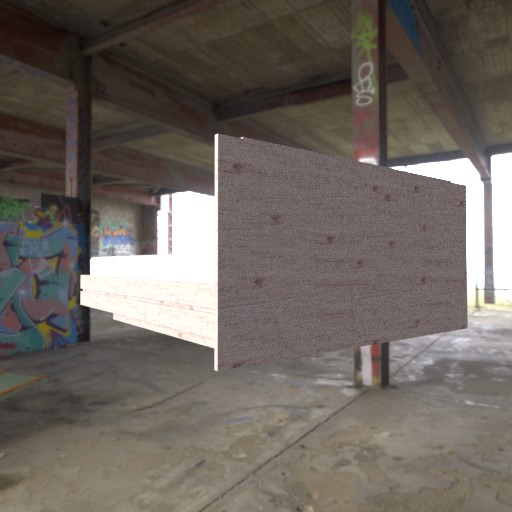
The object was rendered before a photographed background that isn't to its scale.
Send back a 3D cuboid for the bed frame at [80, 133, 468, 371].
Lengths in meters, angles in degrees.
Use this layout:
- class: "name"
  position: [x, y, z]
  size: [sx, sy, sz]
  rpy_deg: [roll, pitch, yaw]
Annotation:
- class: "bed frame"
  position: [0.000, 0.000, 3.193]
  size: [1.950, 0.970, 2.080]
  rpy_deg: [1, -1, -37]
